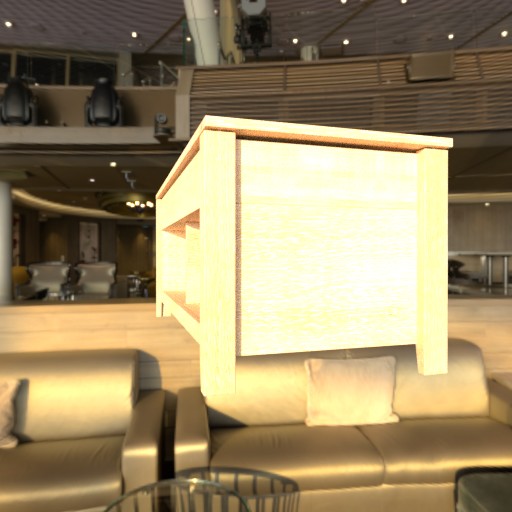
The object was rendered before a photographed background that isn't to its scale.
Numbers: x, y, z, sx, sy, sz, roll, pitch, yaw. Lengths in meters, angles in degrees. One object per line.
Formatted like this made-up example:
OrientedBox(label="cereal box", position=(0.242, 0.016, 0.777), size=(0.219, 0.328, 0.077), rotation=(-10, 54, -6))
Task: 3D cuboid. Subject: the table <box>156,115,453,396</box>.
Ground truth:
OrientedBox(label="table", position=(0.000, 0.000, 1.270), size=(0.483, 0.457, 1.016), rotation=(0, 0, -17))
